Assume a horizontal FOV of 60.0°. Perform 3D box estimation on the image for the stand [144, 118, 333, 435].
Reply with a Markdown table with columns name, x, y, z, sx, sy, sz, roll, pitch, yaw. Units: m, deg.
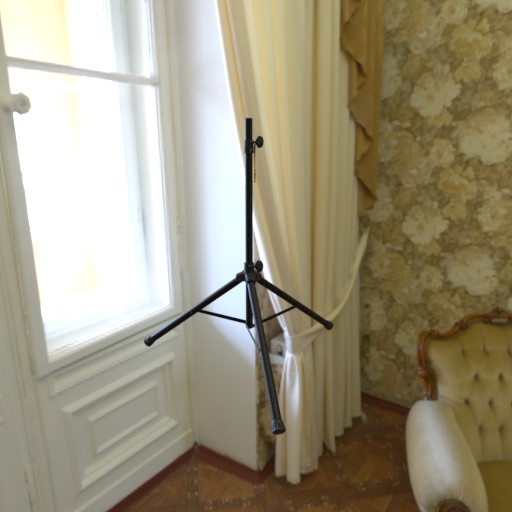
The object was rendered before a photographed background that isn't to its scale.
| name | x | y | z | sx | sy | sz | roll | pitch | yaw |
| --- | --- | --- | --- | --- | --- | --- | --- | --- | --- |
| stand | 0.000 | 0.000 | 1.889 | 1.045 | 1.136 | 0.907 | -3 | 15 | -10 |
